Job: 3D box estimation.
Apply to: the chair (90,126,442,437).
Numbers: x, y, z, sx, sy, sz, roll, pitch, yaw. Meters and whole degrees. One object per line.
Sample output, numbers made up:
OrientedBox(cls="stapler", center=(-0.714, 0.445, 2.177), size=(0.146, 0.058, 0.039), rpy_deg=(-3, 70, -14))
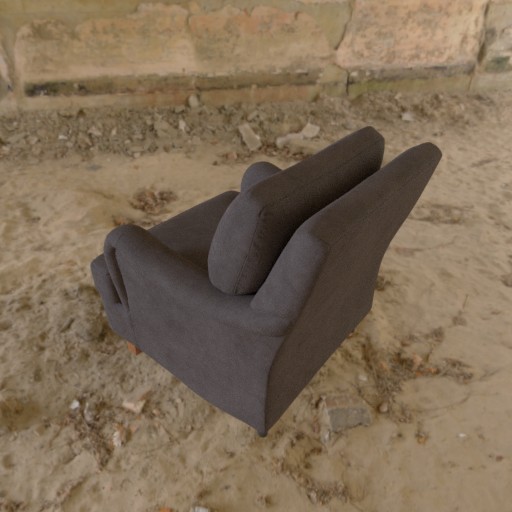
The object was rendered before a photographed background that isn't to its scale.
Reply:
OrientedBox(cls="chair", center=(0.000, 0.000, 1.821), size=(1.070, 0.997, 0.955), rpy_deg=(22, 38, 31))
